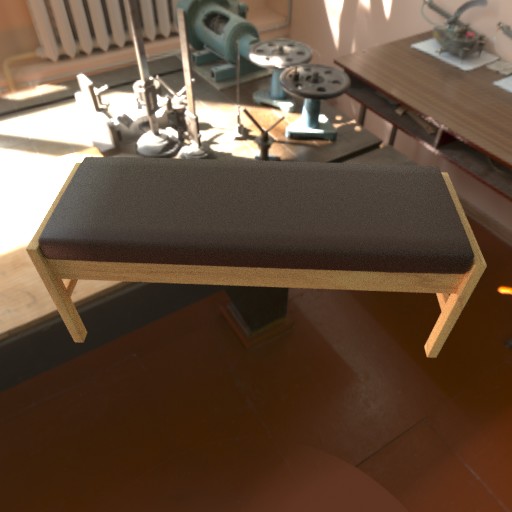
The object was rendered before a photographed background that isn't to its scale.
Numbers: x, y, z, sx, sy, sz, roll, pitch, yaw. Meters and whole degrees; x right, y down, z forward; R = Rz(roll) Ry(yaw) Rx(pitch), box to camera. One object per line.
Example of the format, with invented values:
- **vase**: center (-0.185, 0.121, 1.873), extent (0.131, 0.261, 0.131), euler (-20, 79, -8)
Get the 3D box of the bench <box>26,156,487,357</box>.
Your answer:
- **bench**: center (0.000, 0.000, 1.437), extent (1.200, 0.480, 0.405), euler (2, 46, 2)
